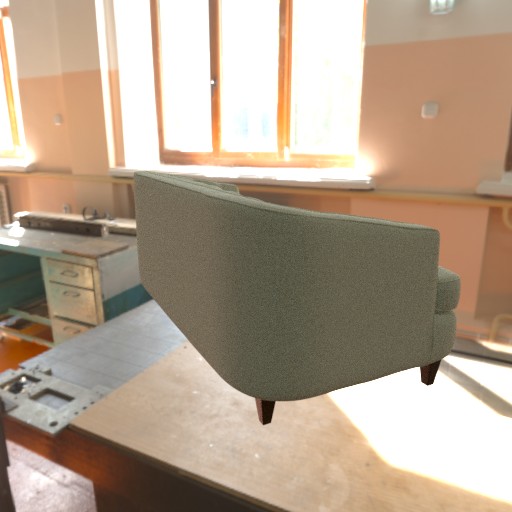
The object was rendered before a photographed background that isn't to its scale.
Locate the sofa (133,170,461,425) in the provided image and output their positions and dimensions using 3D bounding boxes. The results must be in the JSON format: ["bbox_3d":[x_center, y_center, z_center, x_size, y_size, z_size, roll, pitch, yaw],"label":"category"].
[{"bbox_3d":[0.000,0.000,2.225,0.941,0.855,1.733,-8,17,-26],"label":"sofa"}]
